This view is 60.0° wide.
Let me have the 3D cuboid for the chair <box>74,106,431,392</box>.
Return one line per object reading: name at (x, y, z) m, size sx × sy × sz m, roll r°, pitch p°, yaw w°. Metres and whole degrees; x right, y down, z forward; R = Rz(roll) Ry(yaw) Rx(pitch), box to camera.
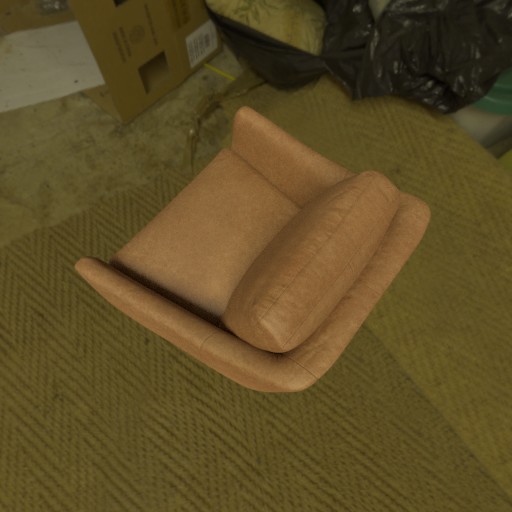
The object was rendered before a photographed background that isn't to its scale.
chair at (0.000, 0.000, 1.765) m, size 0.963 × 0.895 × 0.988 m, roll 35°, pitch 69°, yaw 16°
